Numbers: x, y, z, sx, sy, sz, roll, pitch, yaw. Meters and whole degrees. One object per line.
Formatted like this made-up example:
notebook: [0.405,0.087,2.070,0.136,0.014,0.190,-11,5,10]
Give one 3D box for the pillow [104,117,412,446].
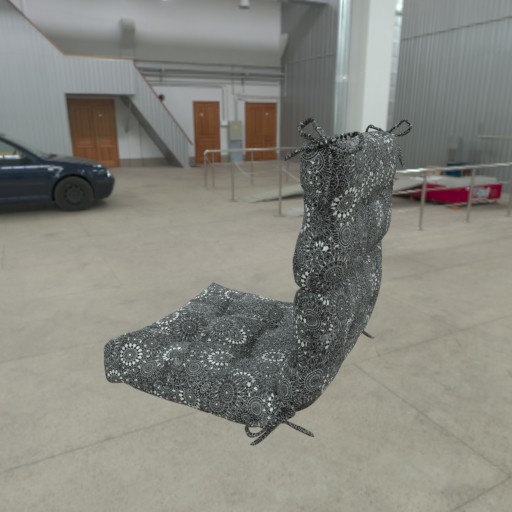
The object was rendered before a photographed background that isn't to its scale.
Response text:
pillow: [0.000,0.000,1.016,0.571,0.605,0.519,8,19,26]
